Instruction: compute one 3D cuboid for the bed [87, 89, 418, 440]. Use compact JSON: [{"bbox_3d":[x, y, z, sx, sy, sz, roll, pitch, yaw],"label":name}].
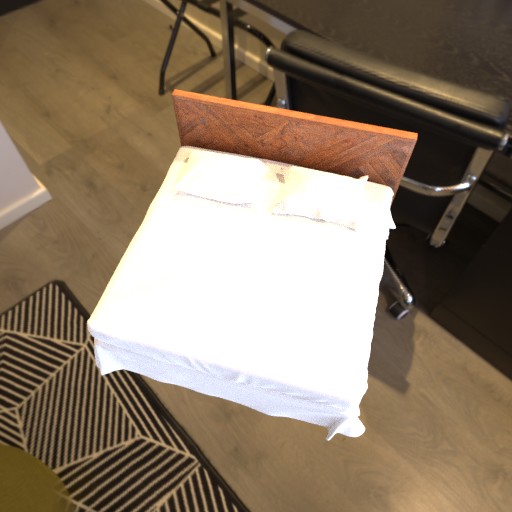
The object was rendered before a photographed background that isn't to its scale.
[{"bbox_3d":[0.000,0.000,3.501,2.255,1.158,2.165,13,58,8],"label":"bed"}]
